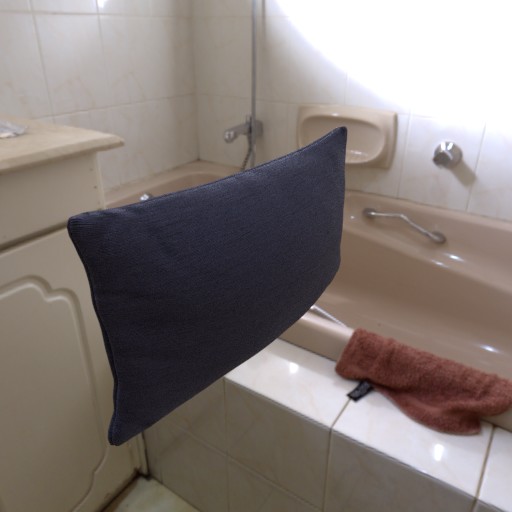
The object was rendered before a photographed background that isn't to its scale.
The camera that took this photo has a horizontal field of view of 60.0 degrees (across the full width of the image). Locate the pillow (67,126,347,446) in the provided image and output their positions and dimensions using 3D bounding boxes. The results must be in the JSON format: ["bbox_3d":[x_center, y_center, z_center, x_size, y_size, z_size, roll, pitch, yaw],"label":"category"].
[{"bbox_3d":[0.000,0.000,0.751,0.210,0.338,0.633,18,32,32],"label":"pillow"}]
